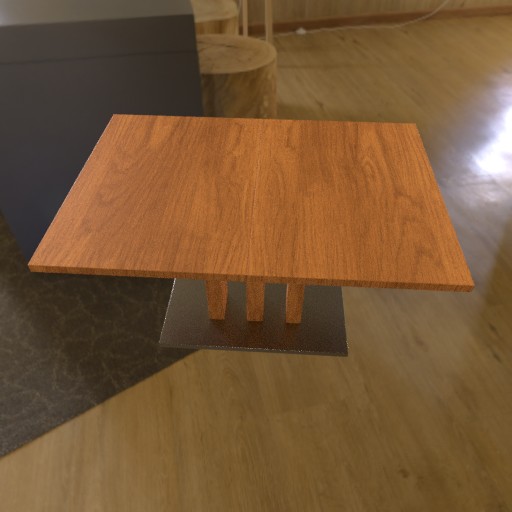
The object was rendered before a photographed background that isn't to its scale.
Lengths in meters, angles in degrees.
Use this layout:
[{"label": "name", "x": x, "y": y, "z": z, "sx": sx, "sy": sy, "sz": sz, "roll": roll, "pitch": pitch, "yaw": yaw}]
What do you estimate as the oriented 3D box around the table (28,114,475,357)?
[{"label": "table", "x": 0.000, "y": 0.000, "z": 1.873, "sx": 1.300, "sy": 0.770, "sz": 0.900, "roll": 3, "pitch": 46, "yaw": 2}]
